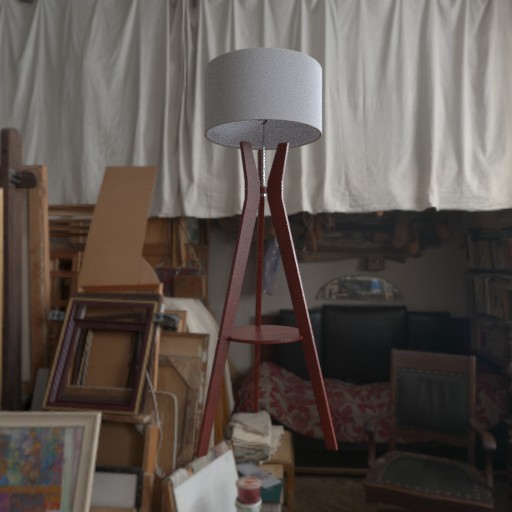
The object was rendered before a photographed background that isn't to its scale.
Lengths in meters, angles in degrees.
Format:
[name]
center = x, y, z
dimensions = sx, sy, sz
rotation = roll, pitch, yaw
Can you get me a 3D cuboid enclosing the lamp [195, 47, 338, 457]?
[lamp]
center = 0.000, 0.000, 1.779
dimensions = 0.542, 1.472, 0.539
rotation = 0, 1, -36
